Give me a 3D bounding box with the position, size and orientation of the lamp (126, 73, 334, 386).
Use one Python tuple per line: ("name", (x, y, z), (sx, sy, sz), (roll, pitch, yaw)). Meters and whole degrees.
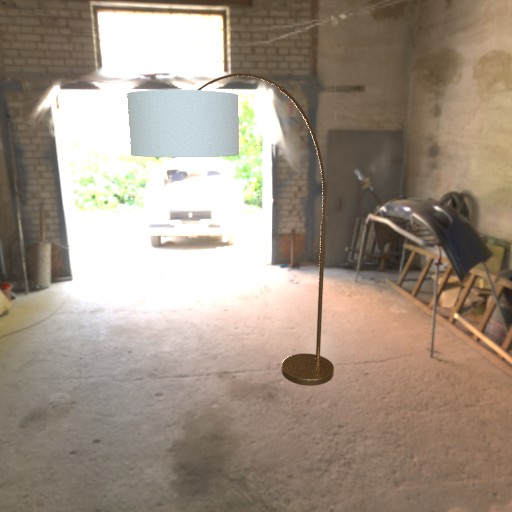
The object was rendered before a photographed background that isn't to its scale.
("lamp", (0.000, 0.000, 2.533), (0.493, 1.927, 1.434), (14, 21, 42))
